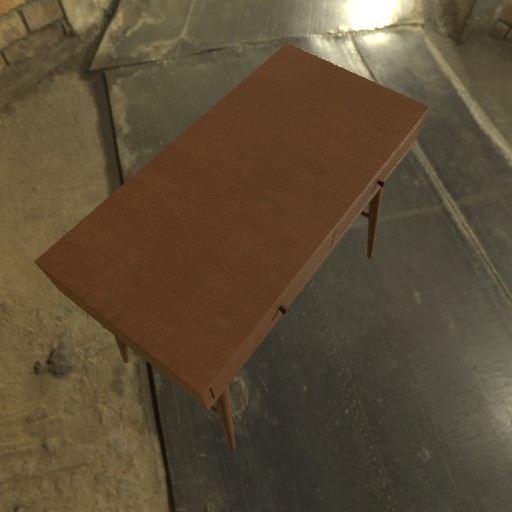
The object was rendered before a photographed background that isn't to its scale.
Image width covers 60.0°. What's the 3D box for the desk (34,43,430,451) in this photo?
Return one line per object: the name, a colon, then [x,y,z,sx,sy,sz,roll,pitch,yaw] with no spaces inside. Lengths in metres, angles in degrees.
desk: [0.000,0.000,1.396,0.510,0.758,0.949,33,65,18]
